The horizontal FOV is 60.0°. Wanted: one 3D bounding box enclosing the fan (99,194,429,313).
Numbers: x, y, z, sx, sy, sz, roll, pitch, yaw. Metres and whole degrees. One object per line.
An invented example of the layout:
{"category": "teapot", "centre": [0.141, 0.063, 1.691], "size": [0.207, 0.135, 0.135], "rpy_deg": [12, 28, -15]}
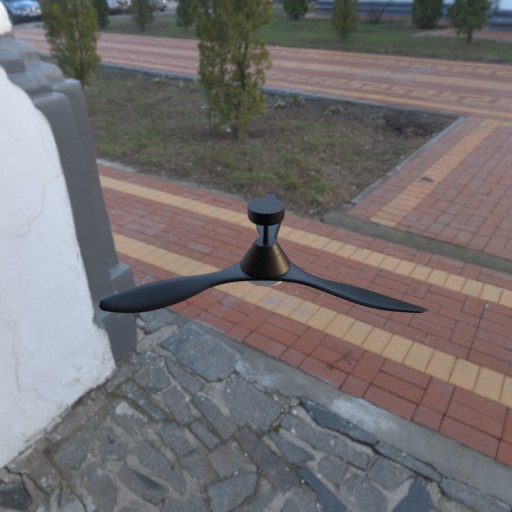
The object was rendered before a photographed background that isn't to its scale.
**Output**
{"category": "fan", "centre": [0.000, 0.000, 1.617], "size": [1.067, 0.305, 1.067], "rpy_deg": [-23, 38, -33]}
